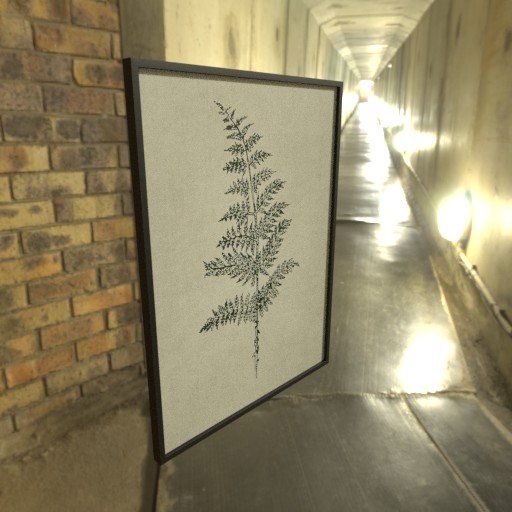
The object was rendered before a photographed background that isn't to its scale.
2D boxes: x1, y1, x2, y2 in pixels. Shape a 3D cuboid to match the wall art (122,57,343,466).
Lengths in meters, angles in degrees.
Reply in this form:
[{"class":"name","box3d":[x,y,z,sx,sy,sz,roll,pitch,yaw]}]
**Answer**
[{"class":"wall art","box3d":[0.000,0.000,1.392,0.036,1.070,0.802,16,23,43]}]
